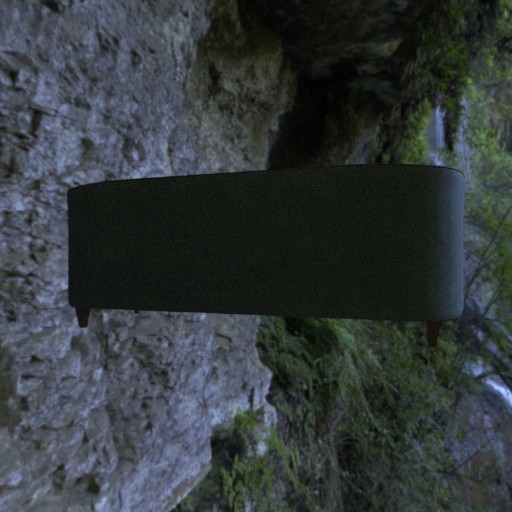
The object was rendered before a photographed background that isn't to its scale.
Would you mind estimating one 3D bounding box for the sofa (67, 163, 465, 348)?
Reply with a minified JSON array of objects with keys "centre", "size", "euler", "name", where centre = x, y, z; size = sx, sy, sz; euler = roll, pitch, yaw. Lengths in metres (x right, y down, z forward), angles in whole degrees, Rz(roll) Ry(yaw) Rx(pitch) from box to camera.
[{"centre":[0.000,0.000,2.690],"size":[2.278,0.855,0.941],"euler":[0,-1,18],"name":"sofa"}]
